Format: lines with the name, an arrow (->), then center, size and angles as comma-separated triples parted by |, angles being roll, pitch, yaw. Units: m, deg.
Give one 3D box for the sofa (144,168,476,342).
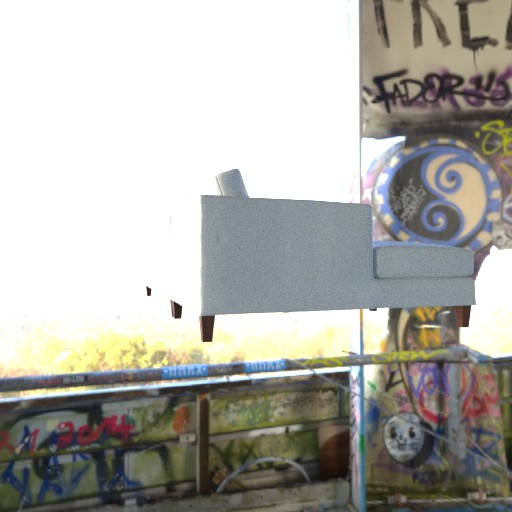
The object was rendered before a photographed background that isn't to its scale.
sofa -> 0.000, 0.000, 3.788 | 1.625, 0.861, 3.186 | 0, -1, -18
